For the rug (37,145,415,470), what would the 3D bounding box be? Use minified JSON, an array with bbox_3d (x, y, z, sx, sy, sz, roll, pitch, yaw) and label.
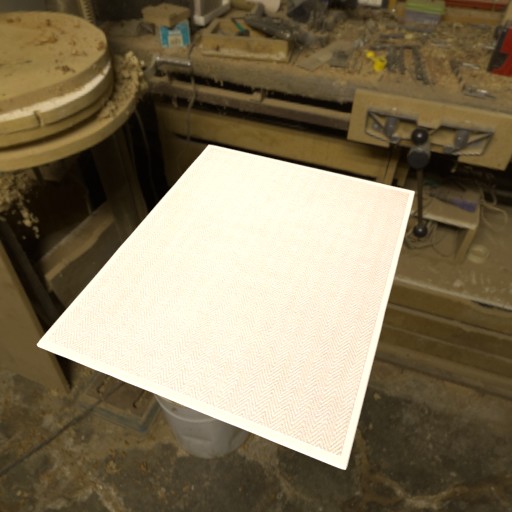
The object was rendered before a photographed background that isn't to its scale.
[{"bbox_3d":[0.000,0.000,4.036,2.423,0.019,3.009,16,49,15],"label":"rug"}]
